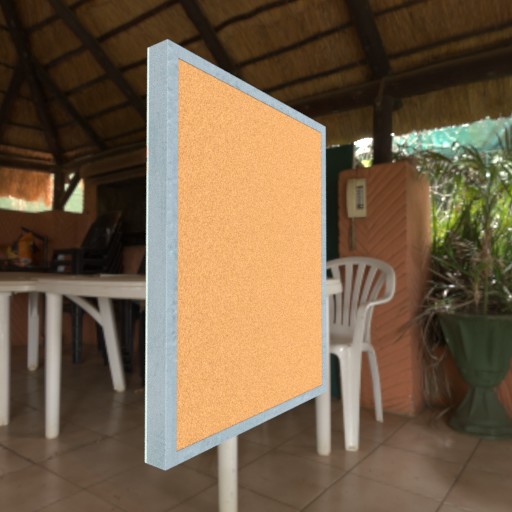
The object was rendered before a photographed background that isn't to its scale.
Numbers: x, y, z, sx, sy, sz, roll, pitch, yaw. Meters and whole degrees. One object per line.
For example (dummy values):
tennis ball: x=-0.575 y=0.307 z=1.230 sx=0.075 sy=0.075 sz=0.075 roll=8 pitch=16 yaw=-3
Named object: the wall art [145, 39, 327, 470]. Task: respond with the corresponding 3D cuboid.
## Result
wall art: x=0.000 y=0.000 z=0.698 sx=0.037 sy=0.509 sz=0.409 roll=-1 pitch=-2 yaw=36
